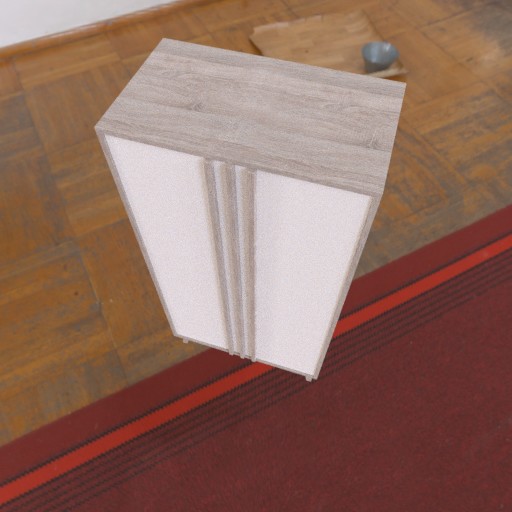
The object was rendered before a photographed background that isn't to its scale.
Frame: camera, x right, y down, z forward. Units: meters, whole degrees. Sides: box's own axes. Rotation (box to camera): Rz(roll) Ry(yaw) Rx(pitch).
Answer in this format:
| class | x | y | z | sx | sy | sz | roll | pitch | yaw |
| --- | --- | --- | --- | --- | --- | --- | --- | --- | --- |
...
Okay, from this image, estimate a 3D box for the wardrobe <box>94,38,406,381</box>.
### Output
| class | x | y | z | sx | sy | sz | roll | pitch | yaw |
| --- | --- | --- | --- | --- | --- | --- | --- | --- | --- |
| wardrobe | 0.000 | 0.000 | 2.415 | 1.000 | 1.960 | 0.600 | 15 | 58 | 10 |
